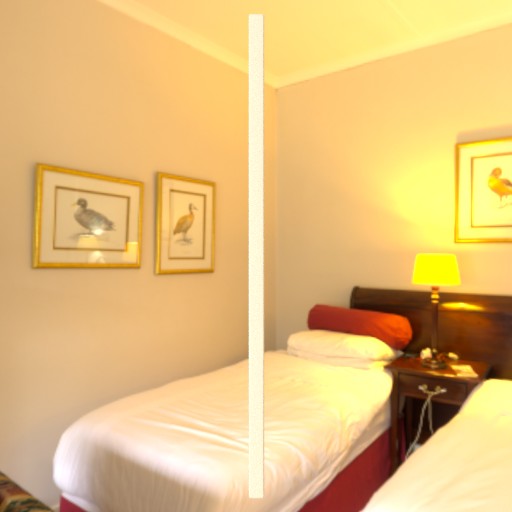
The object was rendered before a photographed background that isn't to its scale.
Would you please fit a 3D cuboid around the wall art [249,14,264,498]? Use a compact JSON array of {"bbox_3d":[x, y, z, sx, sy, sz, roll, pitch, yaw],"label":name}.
[{"bbox_3d":[0.000,0.000,1.484,0.038,1.183,0.808,0,0,0],"label":"wall art"}]
